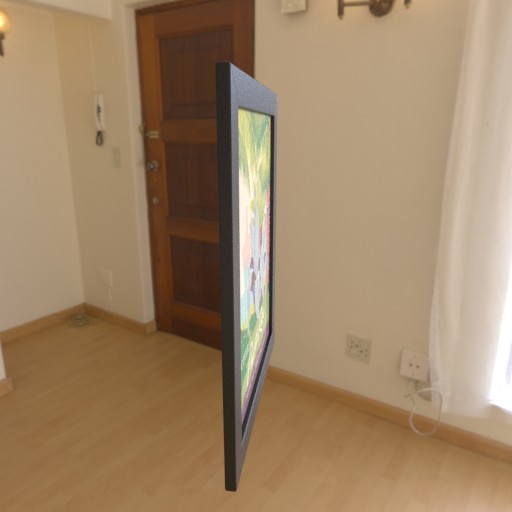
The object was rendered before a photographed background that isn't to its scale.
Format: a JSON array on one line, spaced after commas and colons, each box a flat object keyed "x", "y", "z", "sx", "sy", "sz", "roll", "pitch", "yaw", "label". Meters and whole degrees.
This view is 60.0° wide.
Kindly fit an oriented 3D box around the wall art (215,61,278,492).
[{"x": 0.000, "y": 0.000, "z": 0.797, "sx": 0.018, "sy": 0.582, "sz": 0.481, "roll": 2, "pitch": 16, "yaw": 9, "label": "wall art"}]
